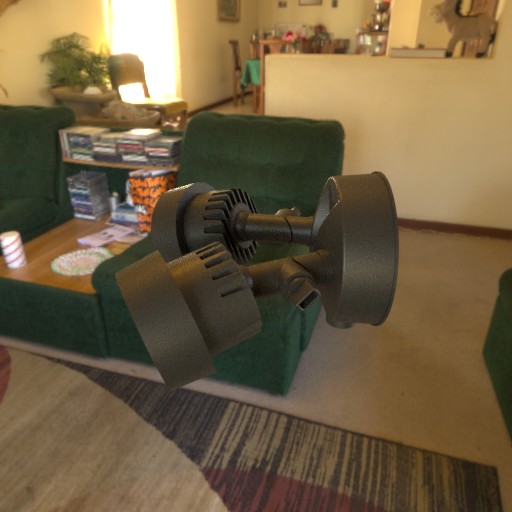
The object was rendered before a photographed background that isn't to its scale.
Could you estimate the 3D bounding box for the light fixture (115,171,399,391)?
[{"bbox_3d":[0.000,0.000,0.317,0.168,0.120,0.213,0,27,0],"label":"light fixture"}]
